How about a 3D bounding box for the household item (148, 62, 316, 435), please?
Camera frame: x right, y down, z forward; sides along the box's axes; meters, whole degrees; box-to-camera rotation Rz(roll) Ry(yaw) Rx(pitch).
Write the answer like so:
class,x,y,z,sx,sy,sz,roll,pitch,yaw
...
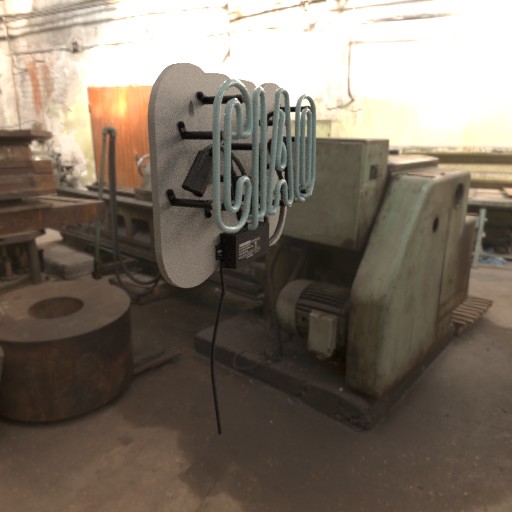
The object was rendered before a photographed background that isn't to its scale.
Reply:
class,x,y,z,sx,sy,sz,roll,pitch,yaw
household item,0.000,0.000,0.382,0.042,0.294,0.211,8,17,26
